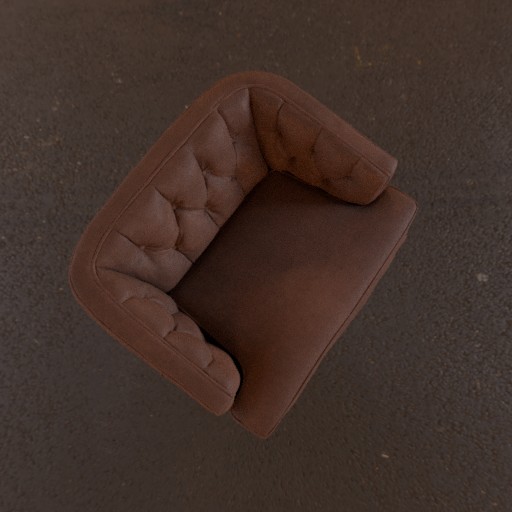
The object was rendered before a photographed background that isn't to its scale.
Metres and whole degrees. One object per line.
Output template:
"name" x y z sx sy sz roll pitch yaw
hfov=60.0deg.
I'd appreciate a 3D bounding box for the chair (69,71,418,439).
"chair" 0.000 0.000 1.780 0.914 0.787 1.118 35 77 9
